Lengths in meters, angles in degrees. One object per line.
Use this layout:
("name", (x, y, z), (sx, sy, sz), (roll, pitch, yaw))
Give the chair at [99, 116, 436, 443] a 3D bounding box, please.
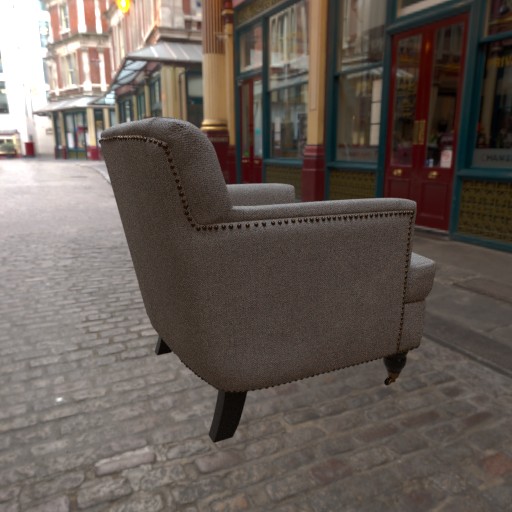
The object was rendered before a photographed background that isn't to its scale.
("chair", (0.000, 0.000, 1.464), (0.902, 0.823, 0.737), (-7, 15, -26))
